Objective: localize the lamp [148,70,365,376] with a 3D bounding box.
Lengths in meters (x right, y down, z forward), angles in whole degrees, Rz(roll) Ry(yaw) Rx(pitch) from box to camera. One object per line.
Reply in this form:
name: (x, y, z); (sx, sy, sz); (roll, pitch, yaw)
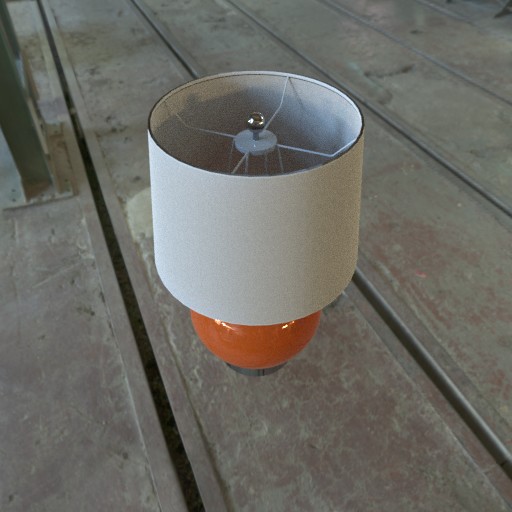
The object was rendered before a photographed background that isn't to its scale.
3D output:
lamp: (0.000, 0.000, 0.561); (0.247, 0.387, 0.247); (0, 45, 0)
